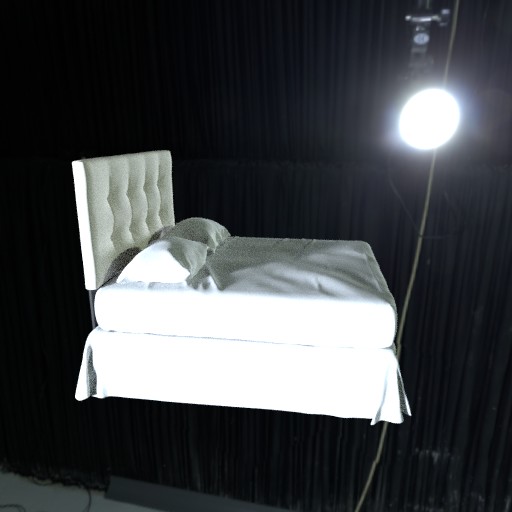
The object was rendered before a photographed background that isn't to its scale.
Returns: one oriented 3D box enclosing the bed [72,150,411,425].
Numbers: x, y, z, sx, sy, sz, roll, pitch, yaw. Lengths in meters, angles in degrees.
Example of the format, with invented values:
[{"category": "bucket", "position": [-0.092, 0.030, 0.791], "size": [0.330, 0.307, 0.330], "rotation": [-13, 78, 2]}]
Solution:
[{"category": "bed", "position": [0.000, 0.000, 3.545], "size": [2.222, 1.577, 1.936], "rotation": [2, 16, 8]}]
